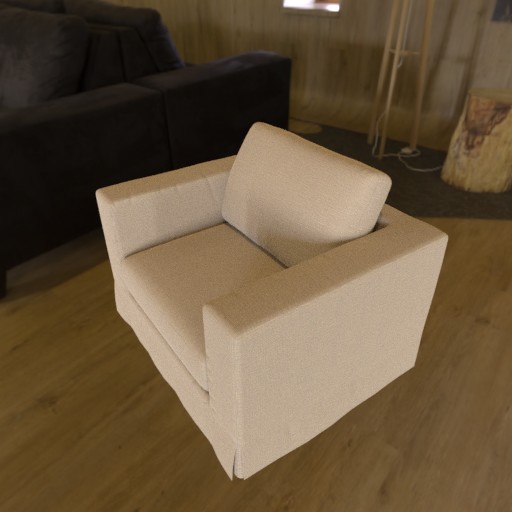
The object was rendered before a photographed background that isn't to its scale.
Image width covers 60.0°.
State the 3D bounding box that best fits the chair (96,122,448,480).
[{"bbox_3d":[0.000,0.000,1.858,0.957,0.878,1.150,-21,39,-29],"label":"chair"}]
